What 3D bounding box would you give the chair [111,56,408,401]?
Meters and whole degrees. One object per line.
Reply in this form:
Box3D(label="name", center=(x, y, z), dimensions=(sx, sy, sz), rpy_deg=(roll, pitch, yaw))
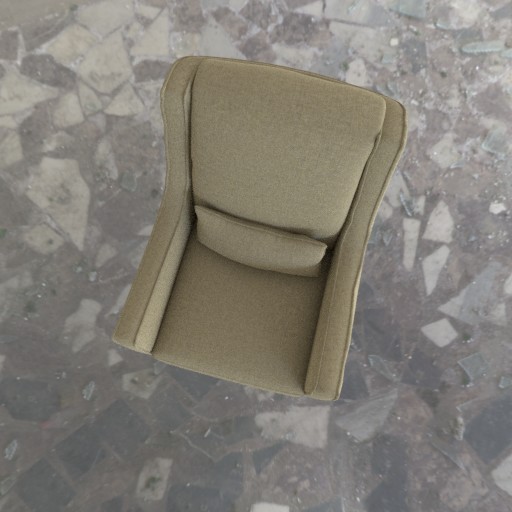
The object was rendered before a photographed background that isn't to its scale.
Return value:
Box3D(label="chair", center=(0.000, 0.000, 1.581), dimensions=(0.732, 0.993, 0.879), rpy_deg=(14, 75, 4))
